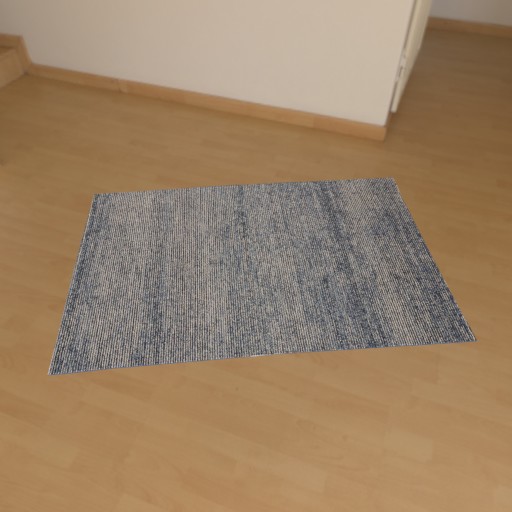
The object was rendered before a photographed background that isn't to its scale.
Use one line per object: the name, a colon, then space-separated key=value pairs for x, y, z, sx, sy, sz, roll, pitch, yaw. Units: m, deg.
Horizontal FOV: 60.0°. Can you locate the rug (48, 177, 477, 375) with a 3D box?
rug: x=0.000 y=0.000 z=2.230 sx=1.793 sy=0.025 sz=1.159 roll=-4 pitch=47 yaw=-3
